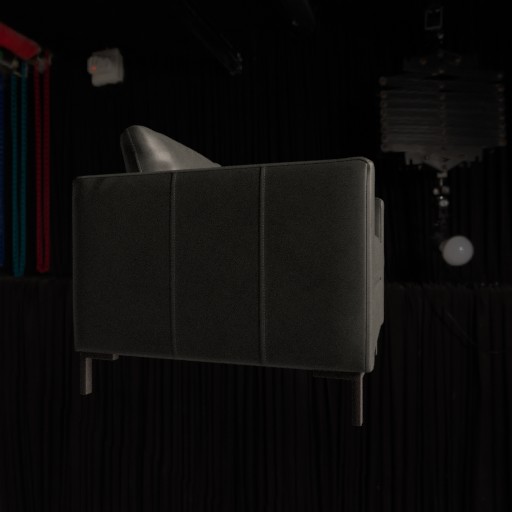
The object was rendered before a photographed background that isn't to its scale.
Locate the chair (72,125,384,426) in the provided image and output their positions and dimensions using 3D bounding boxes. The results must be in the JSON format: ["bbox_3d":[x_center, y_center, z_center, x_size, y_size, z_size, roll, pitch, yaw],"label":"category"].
[{"bbox_3d":[0.000,0.000,1.517,0.861,0.824,0.967,0,0,18],"label":"chair"}]
